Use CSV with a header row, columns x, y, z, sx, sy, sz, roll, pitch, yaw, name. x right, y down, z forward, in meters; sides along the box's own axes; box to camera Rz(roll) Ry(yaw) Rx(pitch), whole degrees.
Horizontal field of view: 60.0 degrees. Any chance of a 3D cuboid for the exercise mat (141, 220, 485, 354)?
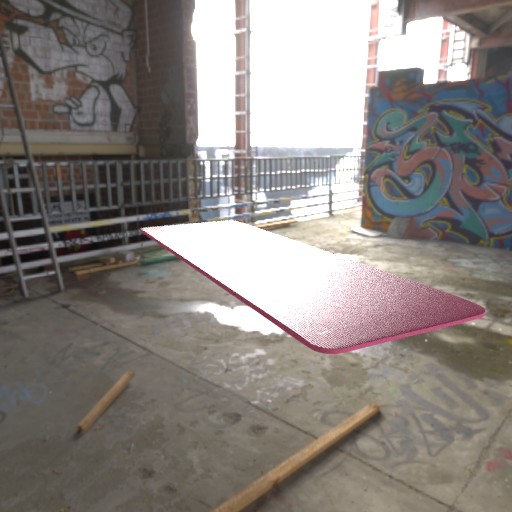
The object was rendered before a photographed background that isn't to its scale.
x,y,z,sx,sy,sz,roll,pitch,yaw,name
0.000,0.000,1.992,0.616,0.021,1.884,-7,16,-27,exercise mat
